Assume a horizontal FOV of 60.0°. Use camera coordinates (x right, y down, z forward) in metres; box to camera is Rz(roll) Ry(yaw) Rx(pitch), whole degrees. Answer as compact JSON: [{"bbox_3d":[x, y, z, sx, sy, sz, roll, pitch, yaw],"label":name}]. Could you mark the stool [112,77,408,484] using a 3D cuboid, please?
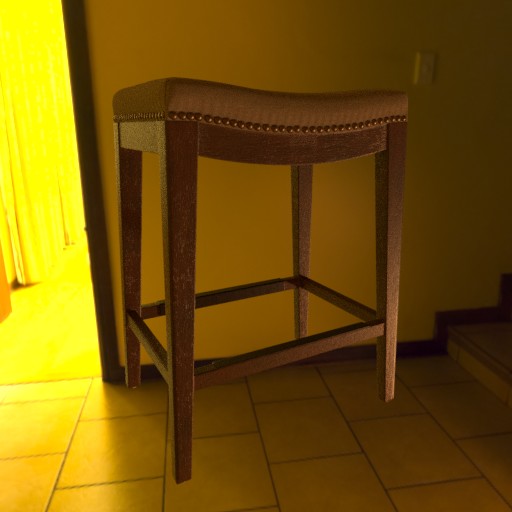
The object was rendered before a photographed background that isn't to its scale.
[{"bbox_3d":[0.000,0.000,0.931,0.508,0.660,0.356,-9,18,-28],"label":"stool"}]
